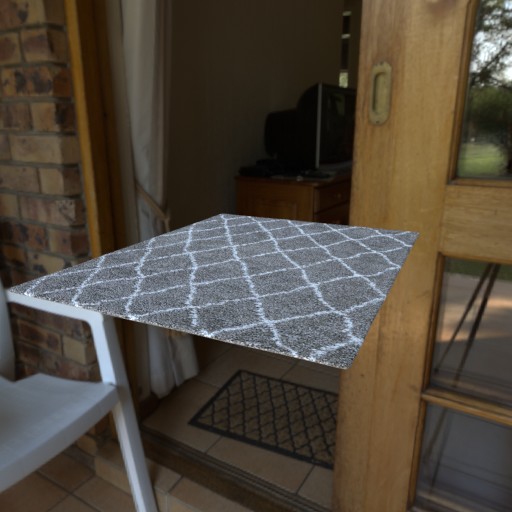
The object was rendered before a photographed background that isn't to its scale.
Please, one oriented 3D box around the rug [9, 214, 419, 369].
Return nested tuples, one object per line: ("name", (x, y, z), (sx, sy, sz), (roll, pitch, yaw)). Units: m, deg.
("rug", (0.000, 0.000, 3.942), (2.438, 0.029, 3.047), (8, 18, 24))
